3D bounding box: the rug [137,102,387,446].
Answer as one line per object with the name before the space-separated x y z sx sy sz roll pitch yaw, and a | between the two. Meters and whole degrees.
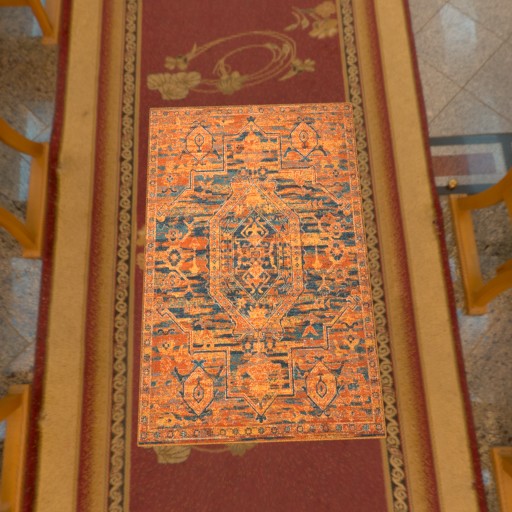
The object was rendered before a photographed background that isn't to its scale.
rug | 0.000 0.000 1.104 0.557 0.008 0.863 -2 74 -1
